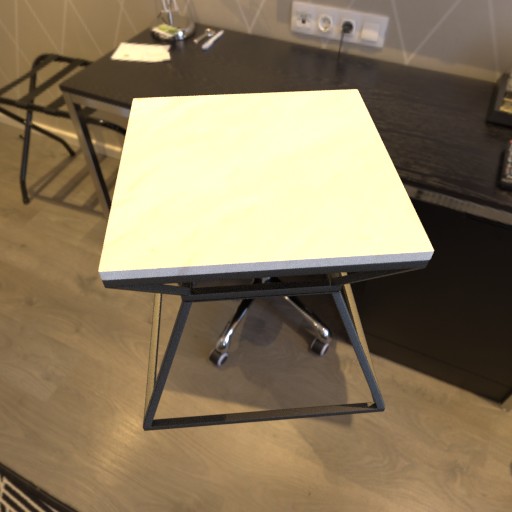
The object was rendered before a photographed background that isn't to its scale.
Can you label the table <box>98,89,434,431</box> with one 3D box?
[{"bbox_3d":[0.000,0.000,0.828,0.455,0.431,0.455,-3,48,-3],"label":"table"}]
